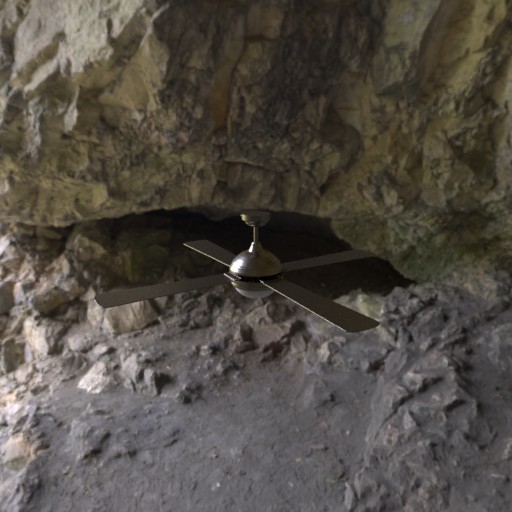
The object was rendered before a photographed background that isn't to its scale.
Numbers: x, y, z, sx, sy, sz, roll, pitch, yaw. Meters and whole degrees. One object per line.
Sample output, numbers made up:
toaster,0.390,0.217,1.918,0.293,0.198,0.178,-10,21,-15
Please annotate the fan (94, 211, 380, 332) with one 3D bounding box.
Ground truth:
fan,0.000,0.000,1.962,1.321,0.381,1.321,-3,16,-10
